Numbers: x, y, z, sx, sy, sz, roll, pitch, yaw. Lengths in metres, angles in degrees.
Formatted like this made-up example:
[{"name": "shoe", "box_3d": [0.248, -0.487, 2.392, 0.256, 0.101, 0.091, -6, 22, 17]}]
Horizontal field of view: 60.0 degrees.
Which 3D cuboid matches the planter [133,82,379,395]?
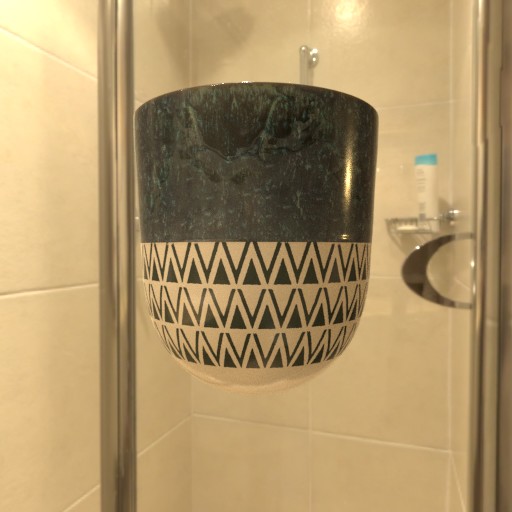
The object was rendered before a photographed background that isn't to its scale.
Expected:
[{"name": "planter", "box_3d": [0.000, 0.000, 0.366, 0.195, 0.214, 0.195, 0, 1, 0]}]
